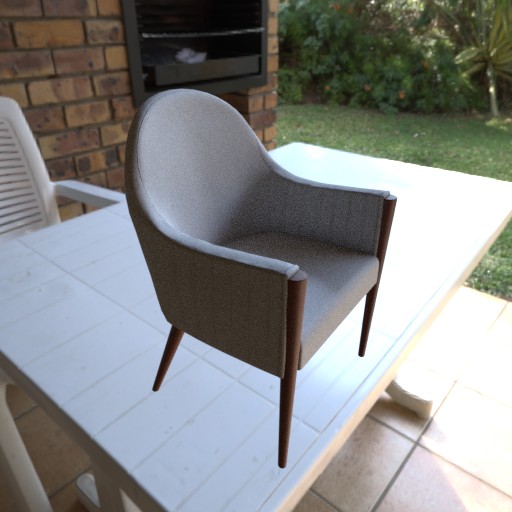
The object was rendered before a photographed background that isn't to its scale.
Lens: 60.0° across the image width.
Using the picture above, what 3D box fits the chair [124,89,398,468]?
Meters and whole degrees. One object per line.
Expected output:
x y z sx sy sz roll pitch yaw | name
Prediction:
0.000 0.000 1.321 0.620 0.889 0.610 18 34 30 | chair
